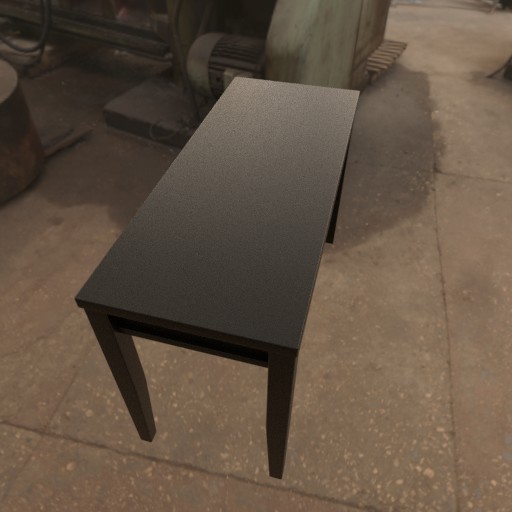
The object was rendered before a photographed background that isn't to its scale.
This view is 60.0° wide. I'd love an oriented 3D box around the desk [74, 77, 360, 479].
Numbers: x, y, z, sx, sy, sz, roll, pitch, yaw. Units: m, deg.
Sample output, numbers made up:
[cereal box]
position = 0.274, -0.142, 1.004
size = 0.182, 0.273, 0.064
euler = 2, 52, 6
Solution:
[desk]
position = 0.000, 0.000, 1.626
size = 0.508, 0.775, 1.220
euler = 11, 46, 11
